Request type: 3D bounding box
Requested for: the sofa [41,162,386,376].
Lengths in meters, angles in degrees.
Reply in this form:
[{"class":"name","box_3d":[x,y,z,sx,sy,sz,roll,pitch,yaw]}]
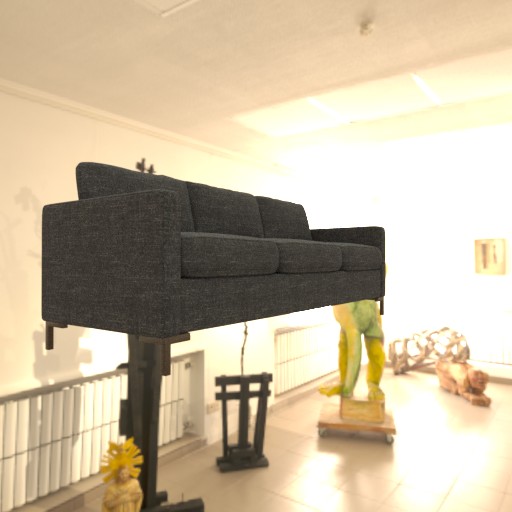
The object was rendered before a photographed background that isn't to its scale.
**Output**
[{"class":"sofa","box_3d":[0.000,0.000,2.685,0.859,0.874,2.218,0,-1,36]}]
